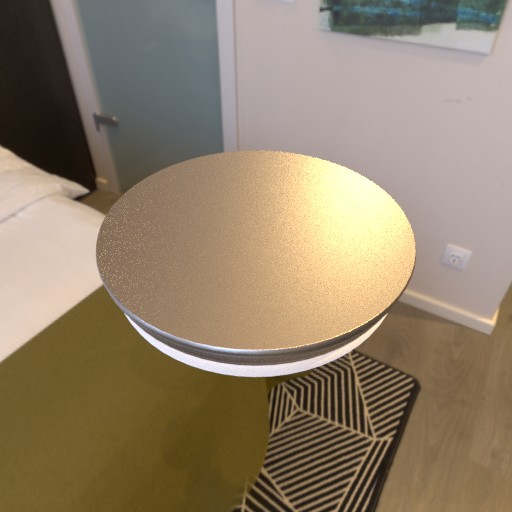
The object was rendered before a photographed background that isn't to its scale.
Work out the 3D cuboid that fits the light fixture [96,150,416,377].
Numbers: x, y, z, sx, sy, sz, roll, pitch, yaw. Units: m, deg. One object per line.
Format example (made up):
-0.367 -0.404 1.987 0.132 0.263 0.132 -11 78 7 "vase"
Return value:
0.000 0.000 0.557 0.368 0.100 0.368 0 41 0 "light fixture"
